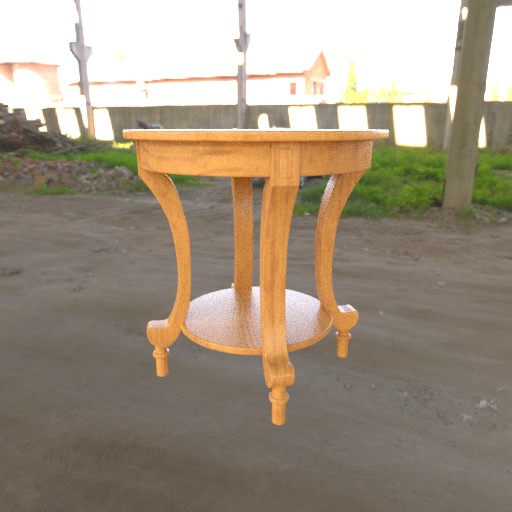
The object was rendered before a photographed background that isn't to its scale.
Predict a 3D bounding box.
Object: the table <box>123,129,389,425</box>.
[{"bbox_3d":[0.000,0.000,1.118,0.597,0.612,0.597,0,16,0],"label":"table"}]
